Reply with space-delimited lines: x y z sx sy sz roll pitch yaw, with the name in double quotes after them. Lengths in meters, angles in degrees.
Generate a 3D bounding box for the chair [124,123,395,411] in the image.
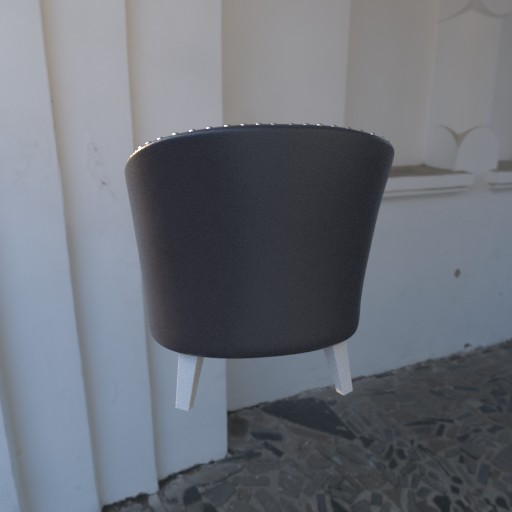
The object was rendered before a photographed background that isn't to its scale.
0.000 0.000 1.471 0.794 0.823 0.748 -3 15 -10 "chair"
